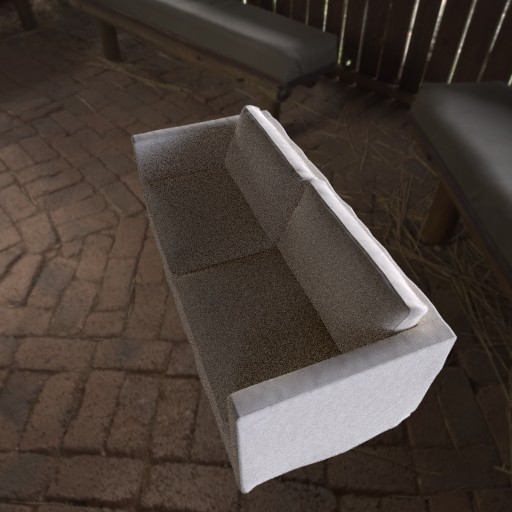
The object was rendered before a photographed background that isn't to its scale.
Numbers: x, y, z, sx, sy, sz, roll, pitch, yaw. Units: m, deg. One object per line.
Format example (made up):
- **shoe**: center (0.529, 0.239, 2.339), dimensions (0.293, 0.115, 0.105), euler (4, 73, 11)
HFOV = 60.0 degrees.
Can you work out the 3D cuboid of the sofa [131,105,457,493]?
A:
- **sofa**: center (0.000, 0.000, 2.441), dimensions (0.940, 0.870, 1.987), euler (-16, 48, -15)
